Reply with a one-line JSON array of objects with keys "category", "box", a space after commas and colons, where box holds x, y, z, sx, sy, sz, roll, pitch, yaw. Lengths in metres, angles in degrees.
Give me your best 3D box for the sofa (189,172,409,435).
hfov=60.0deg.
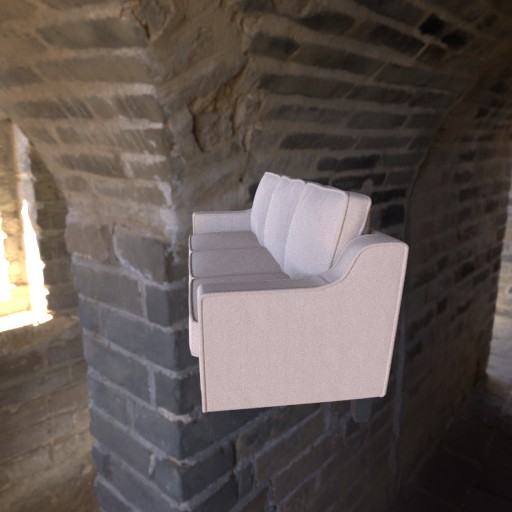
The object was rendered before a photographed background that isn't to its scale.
[{"category": "sofa", "box": [0.000, 0.000, 2.602, 0.791, 0.902, 2.131, -2, 13, -8]}]
